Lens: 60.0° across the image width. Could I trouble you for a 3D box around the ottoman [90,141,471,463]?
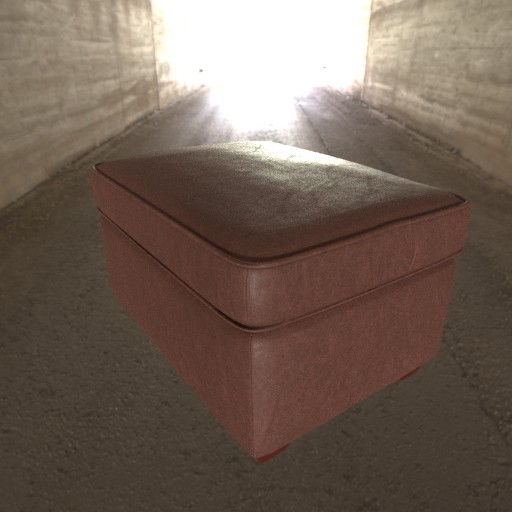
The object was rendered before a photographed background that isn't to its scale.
[{"bbox_3d":[0.000,0.000,1.053,0.548,0.449,0.749,-16,29,-31],"label":"ottoman"}]
